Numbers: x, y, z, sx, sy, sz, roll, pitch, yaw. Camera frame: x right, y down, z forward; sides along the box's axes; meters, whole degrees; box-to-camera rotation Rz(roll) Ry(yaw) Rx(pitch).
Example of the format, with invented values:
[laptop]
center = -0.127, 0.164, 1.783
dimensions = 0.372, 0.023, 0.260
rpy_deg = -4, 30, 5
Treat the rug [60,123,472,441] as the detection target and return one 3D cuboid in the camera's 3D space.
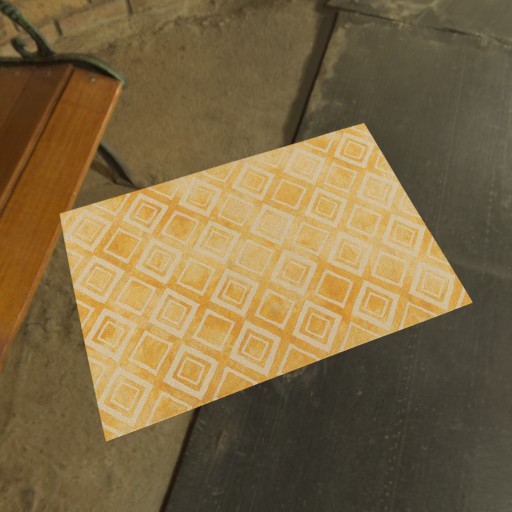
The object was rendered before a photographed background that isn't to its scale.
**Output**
[rug]
center = 0.000, 0.000, 2.285
dimensions = 1.829, 0.010, 1.213
rpy_deg = -18, 66, -9
